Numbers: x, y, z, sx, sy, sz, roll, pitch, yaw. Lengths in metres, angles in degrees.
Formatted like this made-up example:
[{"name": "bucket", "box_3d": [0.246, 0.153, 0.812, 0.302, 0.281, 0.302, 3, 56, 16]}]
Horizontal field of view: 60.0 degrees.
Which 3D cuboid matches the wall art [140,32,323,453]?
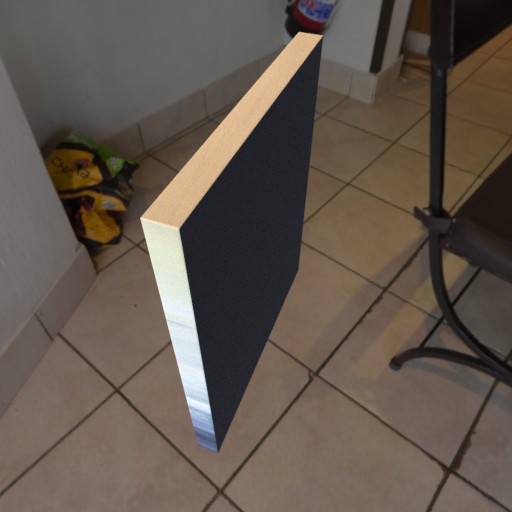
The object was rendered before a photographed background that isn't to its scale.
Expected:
[{"name": "wall art", "box_3d": [0.000, 0.000, 0.691, 0.037, 0.511, 0.435, 16, 49, 15]}]
